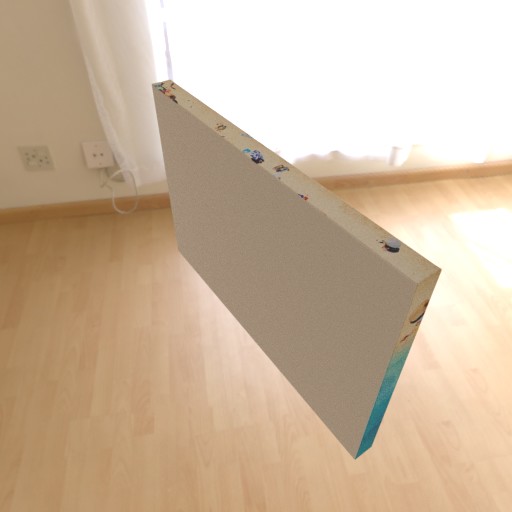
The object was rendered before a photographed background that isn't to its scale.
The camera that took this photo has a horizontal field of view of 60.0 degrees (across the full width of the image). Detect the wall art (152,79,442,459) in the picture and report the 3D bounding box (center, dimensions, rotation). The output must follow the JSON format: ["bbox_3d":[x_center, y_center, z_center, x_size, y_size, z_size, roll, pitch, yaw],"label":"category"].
[{"bbox_3d":[0.000,0.000,1.119,0.057,0.595,0.894,-25,48,-25],"label":"wall art"}]
